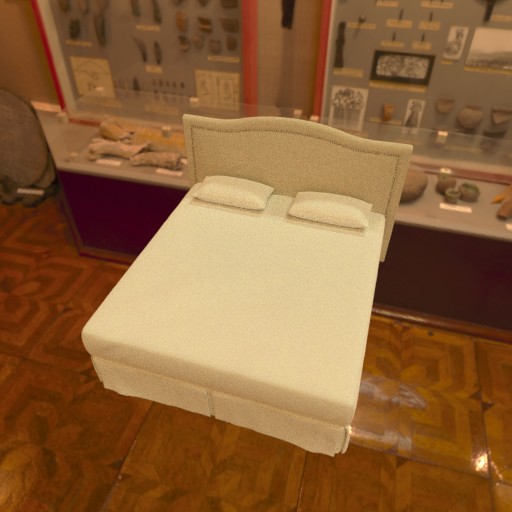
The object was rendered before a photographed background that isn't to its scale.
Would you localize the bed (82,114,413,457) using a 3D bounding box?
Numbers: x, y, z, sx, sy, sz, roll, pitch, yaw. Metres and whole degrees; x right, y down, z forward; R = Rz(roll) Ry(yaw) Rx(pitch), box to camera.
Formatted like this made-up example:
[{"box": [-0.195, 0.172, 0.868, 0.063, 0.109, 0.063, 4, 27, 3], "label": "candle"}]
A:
[{"box": [0.000, 0.000, 3.564, 2.083, 1.421, 2.182, 12, 43, 13], "label": "bed"}]
